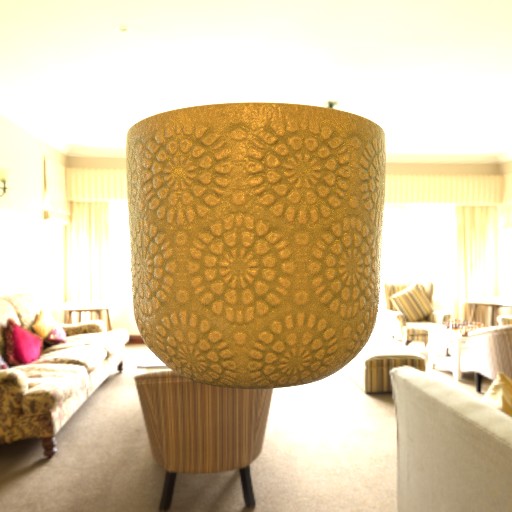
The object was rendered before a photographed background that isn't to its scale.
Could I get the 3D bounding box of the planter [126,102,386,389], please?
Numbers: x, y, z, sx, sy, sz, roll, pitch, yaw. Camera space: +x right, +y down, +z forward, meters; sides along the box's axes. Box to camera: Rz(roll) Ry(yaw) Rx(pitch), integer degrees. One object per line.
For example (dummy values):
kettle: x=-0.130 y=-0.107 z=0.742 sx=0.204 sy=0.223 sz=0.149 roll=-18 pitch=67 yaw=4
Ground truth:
planter: x=0.000 y=0.000 z=0.301 sx=0.169 sy=0.153 sz=0.169 roll=0 pitch=1 yaw=0
